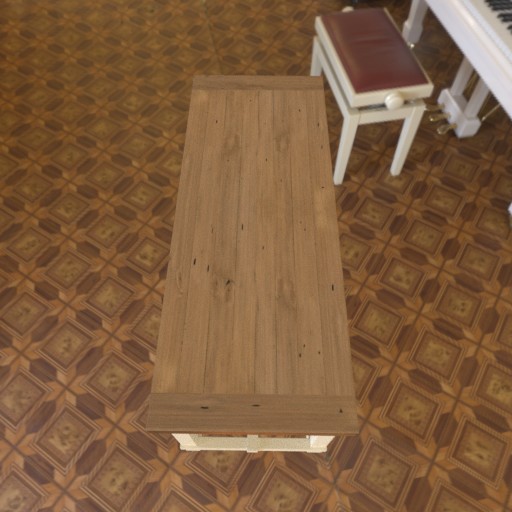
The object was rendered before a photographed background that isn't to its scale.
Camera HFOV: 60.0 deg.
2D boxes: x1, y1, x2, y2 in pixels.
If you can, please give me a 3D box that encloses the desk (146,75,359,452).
[{"bbox_3d":[0.000,0.000,2.226,0.688,0.762,1.803,1,58,0],"label":"desk"}]
